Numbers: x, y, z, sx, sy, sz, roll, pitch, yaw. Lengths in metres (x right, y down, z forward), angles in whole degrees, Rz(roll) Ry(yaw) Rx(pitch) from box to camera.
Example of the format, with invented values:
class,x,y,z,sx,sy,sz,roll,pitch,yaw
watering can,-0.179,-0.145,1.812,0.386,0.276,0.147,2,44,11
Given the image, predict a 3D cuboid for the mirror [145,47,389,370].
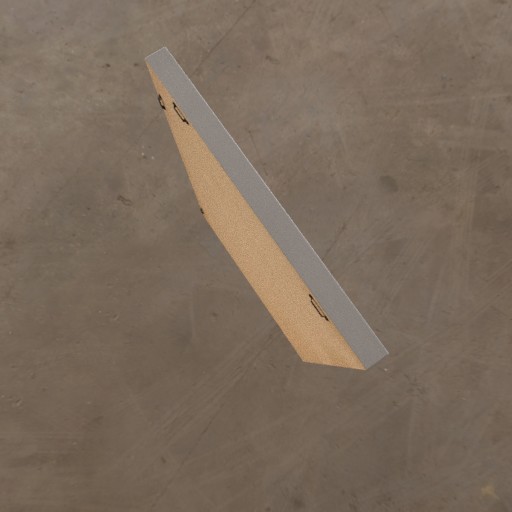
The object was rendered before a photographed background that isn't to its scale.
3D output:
class,x,y,z,sx,sy,sz,roll,pitch,yaw
mirror,0.000,0.000,0.917,0.039,0.710,0.507,-34,80,-7
